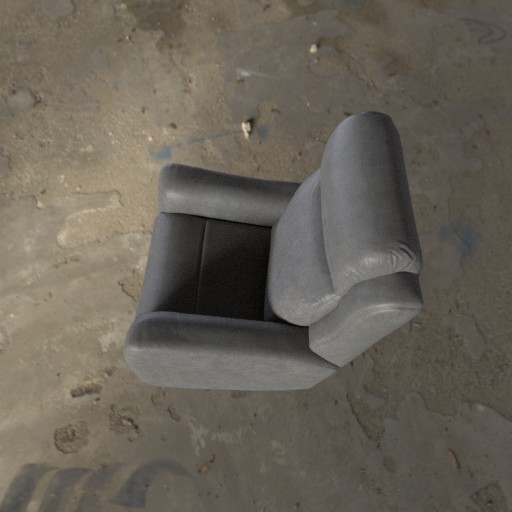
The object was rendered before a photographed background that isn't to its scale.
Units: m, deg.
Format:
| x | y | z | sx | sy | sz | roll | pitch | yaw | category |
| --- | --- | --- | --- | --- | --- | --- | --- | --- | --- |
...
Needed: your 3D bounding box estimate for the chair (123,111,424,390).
| x | y | z | sx | sy | sz | roll | pitch | yaw | category |
| --- | --- | --- | --- | --- | --- | --- | --- | --- | --- |
| 0.000 | 0.000 | 1.936 | 1.068 | 1.116 | 0.967 | 2 | 59 | 1 | chair |
